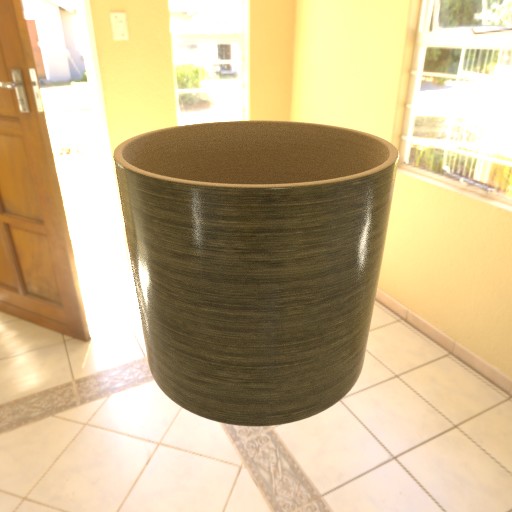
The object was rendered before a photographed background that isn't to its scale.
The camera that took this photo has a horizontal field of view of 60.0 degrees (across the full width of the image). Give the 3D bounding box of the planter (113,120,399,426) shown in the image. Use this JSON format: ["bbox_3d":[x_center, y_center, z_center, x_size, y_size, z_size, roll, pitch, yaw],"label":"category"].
[{"bbox_3d":[0.000,0.000,0.402,0.221,0.201,0.221,0,27,0],"label":"planter"}]
